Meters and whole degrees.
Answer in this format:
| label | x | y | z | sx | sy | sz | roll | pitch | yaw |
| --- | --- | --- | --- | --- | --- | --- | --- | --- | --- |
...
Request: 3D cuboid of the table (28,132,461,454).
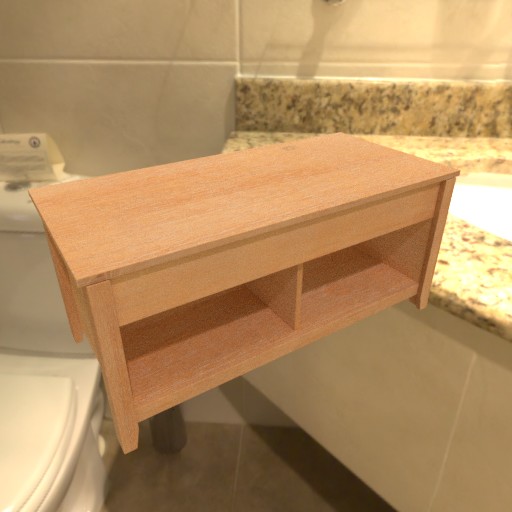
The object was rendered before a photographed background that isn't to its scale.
| label | x | y | z | sx | sy | sz | roll | pitch | yaw |
| --- | --- | --- | --- | --- | --- | --- | --- | --- | --- |
| table | 0.000 | 0.000 | 1.258 | 1.016 | 0.457 | 0.483 | -18 | 34 | -28 |
